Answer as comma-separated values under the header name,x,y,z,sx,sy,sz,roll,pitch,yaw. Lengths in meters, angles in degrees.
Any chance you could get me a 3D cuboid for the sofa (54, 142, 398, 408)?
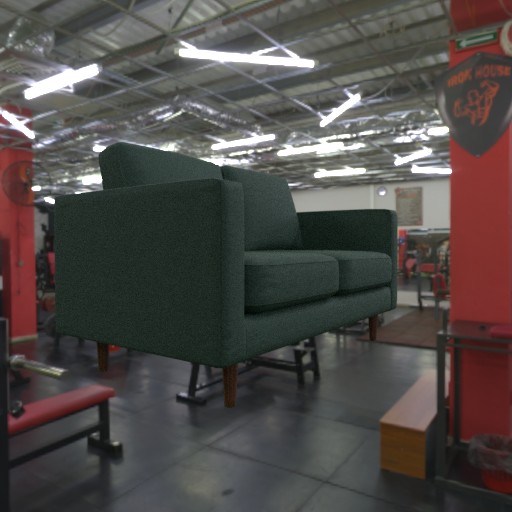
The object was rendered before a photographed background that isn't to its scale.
name,x,y,z,sx,sy,sz,roll,pitch,yaw
sofa,0.000,0.000,2.020,0.879,0.899,1.430,1,2,36
